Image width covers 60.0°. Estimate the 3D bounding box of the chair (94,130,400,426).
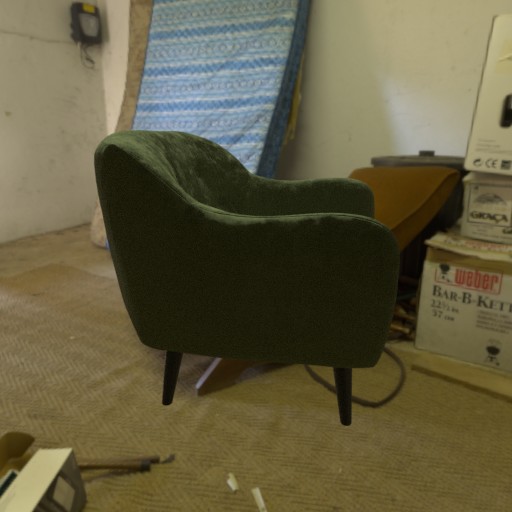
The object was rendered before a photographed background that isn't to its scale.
[{"bbox_3d":[0.000,0.000,1.470,0.819,0.804,0.840,3,16,10],"label":"chair"}]
